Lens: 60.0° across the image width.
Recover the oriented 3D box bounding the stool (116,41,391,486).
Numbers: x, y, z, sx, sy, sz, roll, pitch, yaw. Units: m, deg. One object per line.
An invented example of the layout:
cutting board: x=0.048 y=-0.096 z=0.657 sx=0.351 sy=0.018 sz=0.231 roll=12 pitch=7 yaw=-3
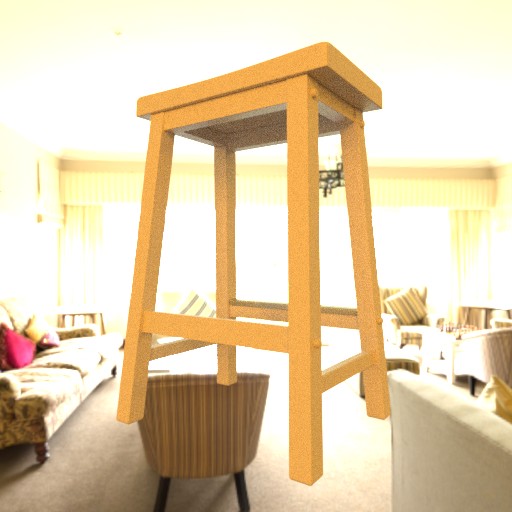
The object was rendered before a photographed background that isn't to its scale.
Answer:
stool: x=0.000 y=0.000 z=0.832 sx=0.406 sy=0.610 sz=0.322 roll=0 pitch=0 yaw=35
